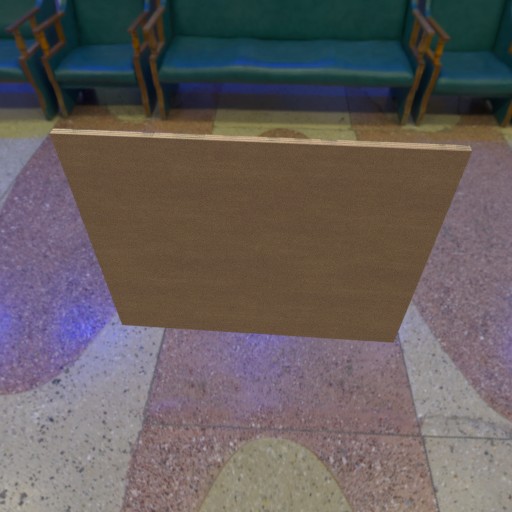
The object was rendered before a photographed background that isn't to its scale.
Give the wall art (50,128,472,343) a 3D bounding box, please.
[{"bbox_3d":[0.000,0.000,0.682,0.508,0.408,0.012,3,46,3],"label":"wall art"}]
